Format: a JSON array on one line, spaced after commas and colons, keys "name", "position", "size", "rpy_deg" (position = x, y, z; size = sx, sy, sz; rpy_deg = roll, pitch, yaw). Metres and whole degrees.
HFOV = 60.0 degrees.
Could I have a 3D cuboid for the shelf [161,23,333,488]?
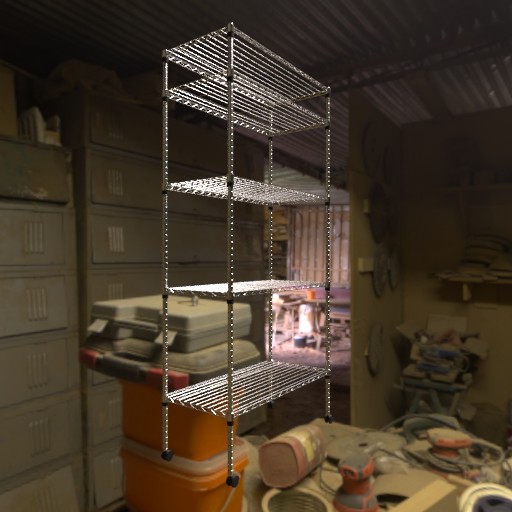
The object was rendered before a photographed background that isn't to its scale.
[{"name": "shelf", "position": [0.000, 0.000, 1.911], "size": [0.356, 1.587, 0.762], "rpy_deg": [0, 0, 36]}]
